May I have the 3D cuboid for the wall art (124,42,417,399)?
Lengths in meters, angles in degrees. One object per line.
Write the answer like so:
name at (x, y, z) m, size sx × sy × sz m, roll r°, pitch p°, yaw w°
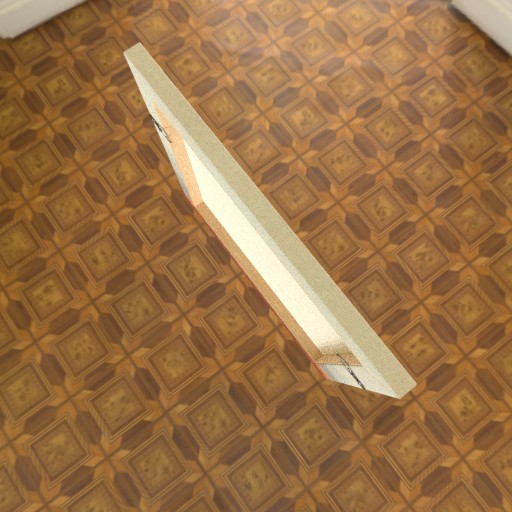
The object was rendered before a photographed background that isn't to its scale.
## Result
wall art at (0.000, 0.000, 0.593) m, size 0.023 × 0.405 × 0.405 m, roll -37°, pitch 79°, yaw -8°
